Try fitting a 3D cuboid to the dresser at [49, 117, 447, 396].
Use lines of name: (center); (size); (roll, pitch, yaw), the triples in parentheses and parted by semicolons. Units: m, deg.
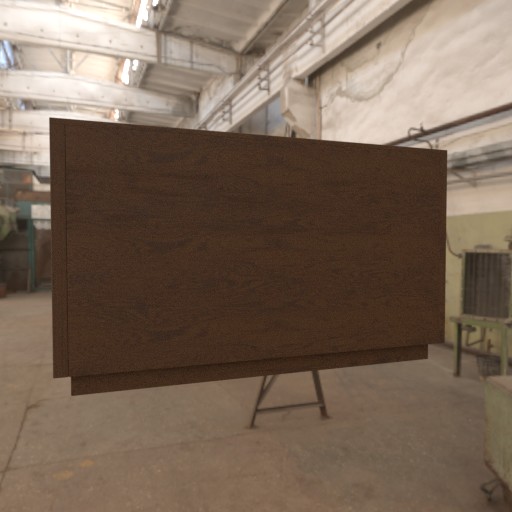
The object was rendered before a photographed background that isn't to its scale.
dresser: (0.000, 0.000, 1.869); (1.523, 0.889, 0.512); (-1, 2, -19)
